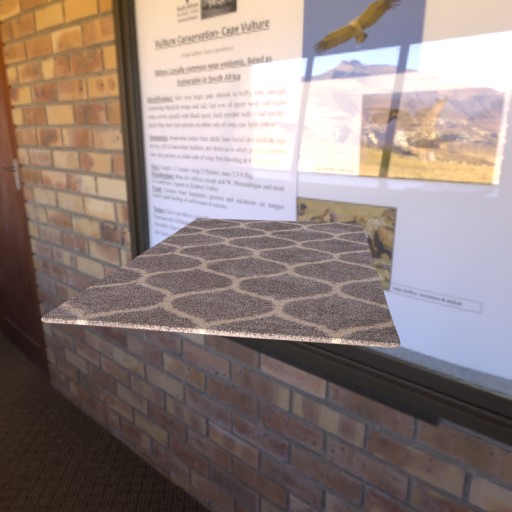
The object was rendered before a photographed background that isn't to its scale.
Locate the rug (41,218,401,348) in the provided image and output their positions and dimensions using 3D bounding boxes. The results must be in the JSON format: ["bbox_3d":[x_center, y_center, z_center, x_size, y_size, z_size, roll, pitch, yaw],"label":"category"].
[{"bbox_3d":[0.000,0.000,2.903,1.501,0.025,2.348,3,16,9],"label":"rug"}]
